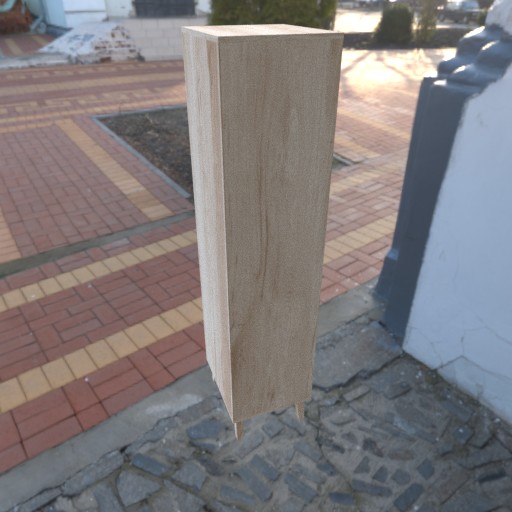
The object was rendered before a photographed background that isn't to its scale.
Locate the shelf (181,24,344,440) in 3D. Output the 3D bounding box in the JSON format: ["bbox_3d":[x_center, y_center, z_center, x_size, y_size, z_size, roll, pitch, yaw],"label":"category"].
[{"bbox_3d":[0.000,0.000,2.148,0.450,1.960,0.510,-11,32,-18],"label":"shelf"}]
